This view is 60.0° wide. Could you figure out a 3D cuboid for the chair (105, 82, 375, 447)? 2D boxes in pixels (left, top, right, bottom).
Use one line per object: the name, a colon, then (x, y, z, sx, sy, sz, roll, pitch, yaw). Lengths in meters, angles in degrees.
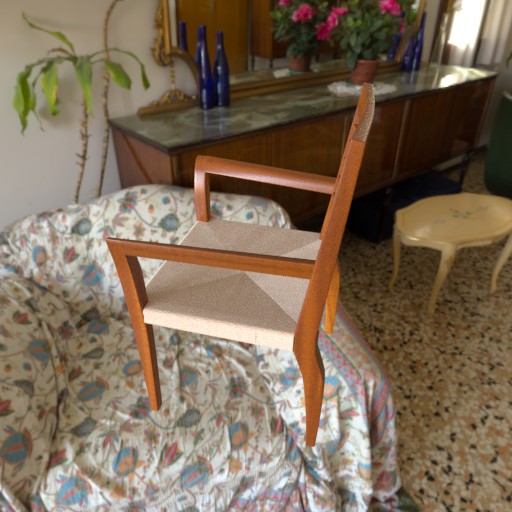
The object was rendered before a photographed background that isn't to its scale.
chair: (0.000, 0.000, 1.251, 0.540, 0.855, 0.587, 7, 32, 12)
